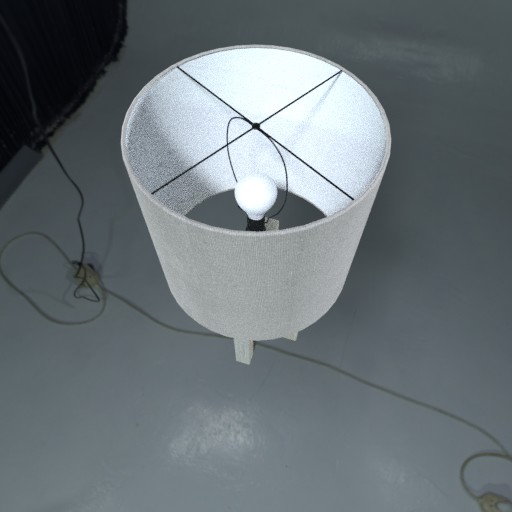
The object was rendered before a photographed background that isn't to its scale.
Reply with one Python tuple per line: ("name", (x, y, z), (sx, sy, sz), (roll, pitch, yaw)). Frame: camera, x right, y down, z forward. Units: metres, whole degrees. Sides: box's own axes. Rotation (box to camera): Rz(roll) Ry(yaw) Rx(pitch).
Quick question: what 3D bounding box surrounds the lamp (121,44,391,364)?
("lamp", (0.000, 0.000, 0.560), (0.229, 0.428, 0.229), (15, 60, 9))
